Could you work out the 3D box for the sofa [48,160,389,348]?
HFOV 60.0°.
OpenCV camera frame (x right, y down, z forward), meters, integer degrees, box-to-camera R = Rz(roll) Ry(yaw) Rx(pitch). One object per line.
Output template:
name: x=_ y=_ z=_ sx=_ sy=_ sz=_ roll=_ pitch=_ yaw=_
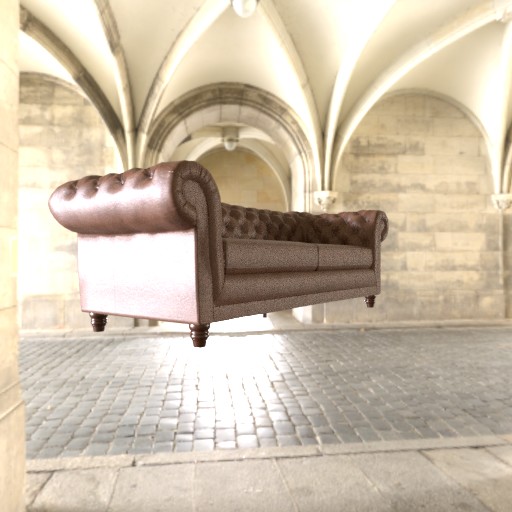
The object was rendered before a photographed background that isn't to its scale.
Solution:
sofa: x=0.000 y=0.000 z=2.862 sx=0.944 sy=0.783 sz=2.385 roll=0 pitch=-1 yaw=36
